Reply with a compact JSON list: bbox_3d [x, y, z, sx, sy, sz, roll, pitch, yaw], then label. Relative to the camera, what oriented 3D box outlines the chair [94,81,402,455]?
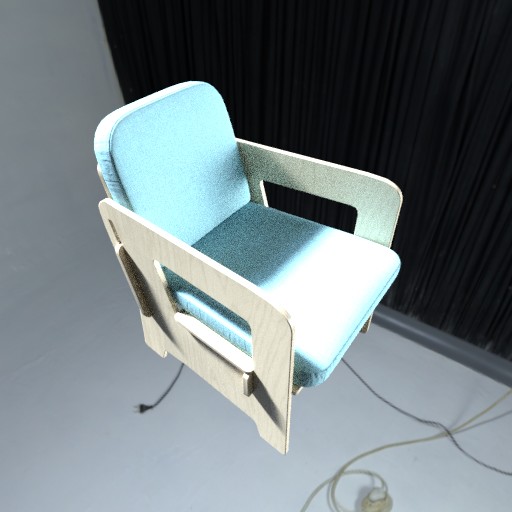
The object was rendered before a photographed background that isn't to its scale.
[{"bbox_3d":[0.000,0.000,1.275,0.710,0.800,0.590,25,46,26],"label":"chair"}]
